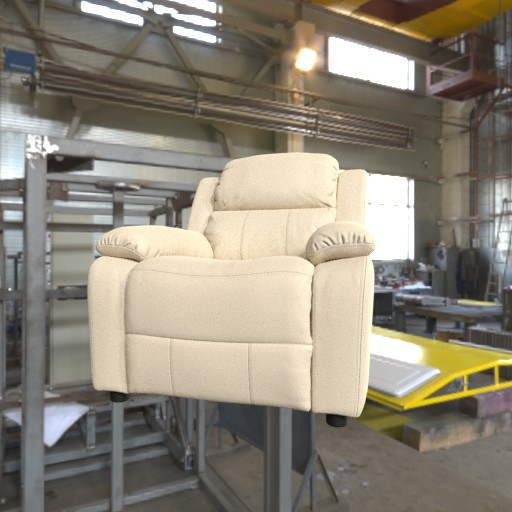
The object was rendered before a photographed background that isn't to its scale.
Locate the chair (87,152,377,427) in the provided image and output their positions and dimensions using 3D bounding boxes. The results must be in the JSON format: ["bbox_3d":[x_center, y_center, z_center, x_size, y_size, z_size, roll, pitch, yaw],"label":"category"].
[{"bbox_3d":[0.000,0.000,1.268,0.680,0.702,0.709,0,0,17],"label":"chair"}]
